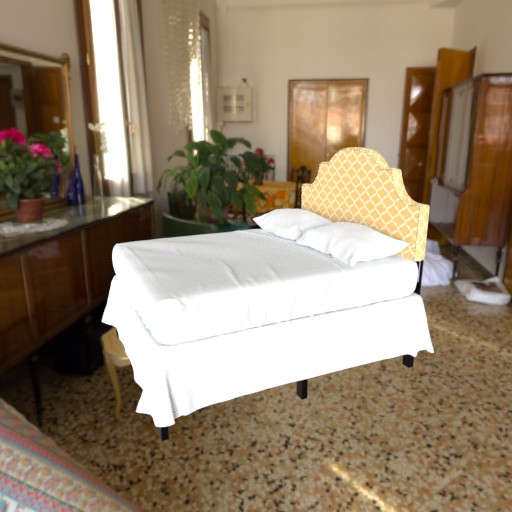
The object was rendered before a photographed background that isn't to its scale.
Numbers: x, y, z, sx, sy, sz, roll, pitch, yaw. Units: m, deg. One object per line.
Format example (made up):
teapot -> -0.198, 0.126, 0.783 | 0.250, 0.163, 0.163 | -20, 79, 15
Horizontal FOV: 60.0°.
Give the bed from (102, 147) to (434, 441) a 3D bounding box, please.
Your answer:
bed -> 0.000, 0.000, 3.475 | 2.222, 1.633, 1.780 | -7, 17, -25
